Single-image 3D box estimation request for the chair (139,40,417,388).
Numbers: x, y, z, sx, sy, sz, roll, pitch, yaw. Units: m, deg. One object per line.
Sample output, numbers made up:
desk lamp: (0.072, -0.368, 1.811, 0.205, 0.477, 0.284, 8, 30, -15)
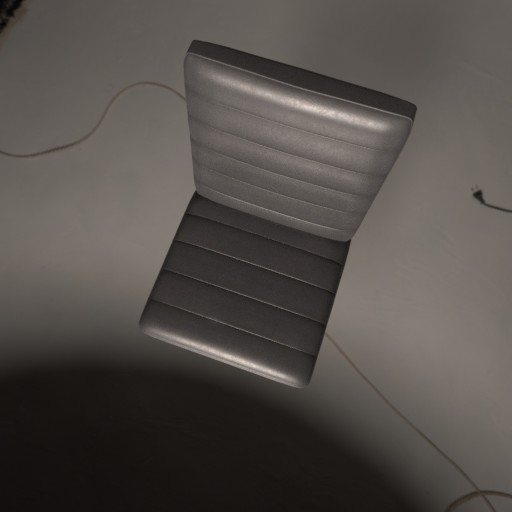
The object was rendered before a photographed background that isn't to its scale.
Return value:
chair: (0.000, 0.000, 1.301, 0.520, 0.930, 0.634, 18, 76, 5)
